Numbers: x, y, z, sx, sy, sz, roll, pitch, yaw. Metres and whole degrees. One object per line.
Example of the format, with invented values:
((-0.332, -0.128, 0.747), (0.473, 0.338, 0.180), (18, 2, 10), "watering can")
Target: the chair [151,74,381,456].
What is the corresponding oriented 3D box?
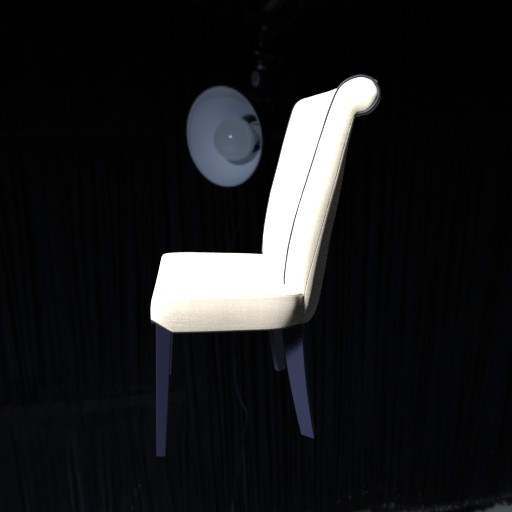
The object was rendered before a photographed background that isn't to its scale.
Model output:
((0.000, 0.000, 1.375), (0.623, 0.997, 0.522), (-2, 14, -8), "chair")
